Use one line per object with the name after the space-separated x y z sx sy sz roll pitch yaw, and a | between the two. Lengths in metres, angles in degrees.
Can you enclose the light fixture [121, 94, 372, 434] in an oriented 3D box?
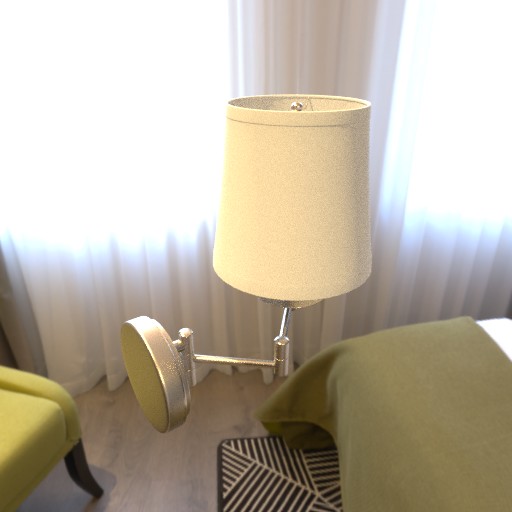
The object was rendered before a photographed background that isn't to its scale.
0.000 0.000 0.589 0.348 0.381 0.223 -17 31 -32 | light fixture
